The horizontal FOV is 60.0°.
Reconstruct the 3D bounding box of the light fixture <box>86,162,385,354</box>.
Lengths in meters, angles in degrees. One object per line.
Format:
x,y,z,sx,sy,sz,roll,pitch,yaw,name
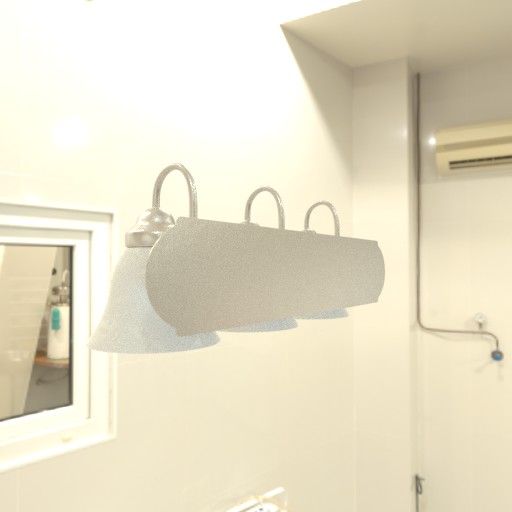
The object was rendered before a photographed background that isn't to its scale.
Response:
0.000,0.000,0.709,0.199,0.222,0.610,-1,-2,36,light fixture
